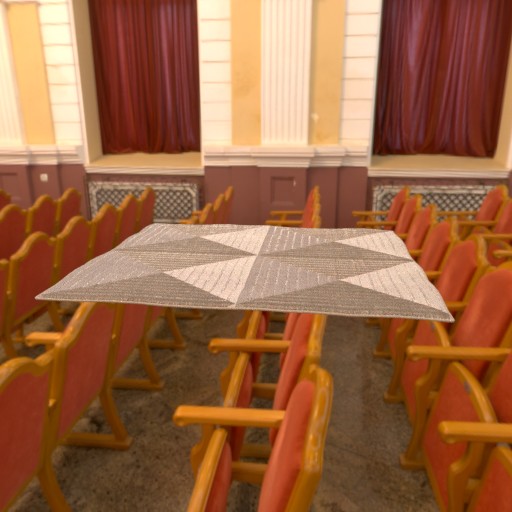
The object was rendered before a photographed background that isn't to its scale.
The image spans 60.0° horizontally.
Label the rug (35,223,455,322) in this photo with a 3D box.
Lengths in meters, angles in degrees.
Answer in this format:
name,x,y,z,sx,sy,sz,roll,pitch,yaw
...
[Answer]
name,x,y,z,sx,sy,sz,roll,pitch,yaw
rug,0.000,0.000,0.917,0.642,0.008,0.551,2,17,7
